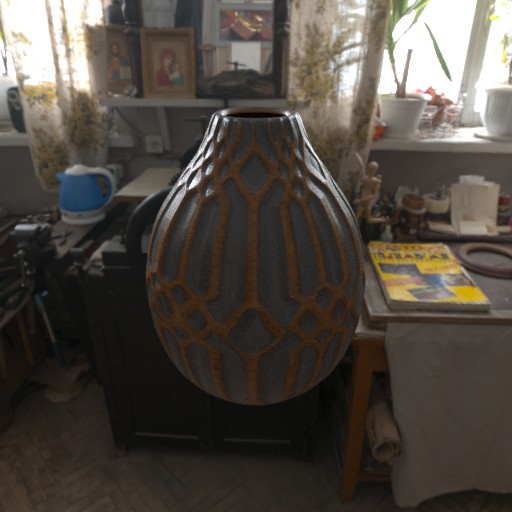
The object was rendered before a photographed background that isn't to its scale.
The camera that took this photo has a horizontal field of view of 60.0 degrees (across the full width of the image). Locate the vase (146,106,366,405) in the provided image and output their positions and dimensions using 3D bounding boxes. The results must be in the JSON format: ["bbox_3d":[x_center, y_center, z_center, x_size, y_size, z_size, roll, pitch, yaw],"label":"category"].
[{"bbox_3d":[0.000,0.000,0.140,0.069,0.088,0.069,0,26,0],"label":"vase"}]
